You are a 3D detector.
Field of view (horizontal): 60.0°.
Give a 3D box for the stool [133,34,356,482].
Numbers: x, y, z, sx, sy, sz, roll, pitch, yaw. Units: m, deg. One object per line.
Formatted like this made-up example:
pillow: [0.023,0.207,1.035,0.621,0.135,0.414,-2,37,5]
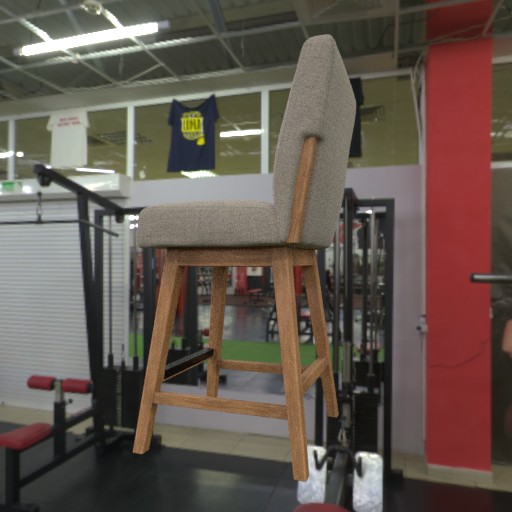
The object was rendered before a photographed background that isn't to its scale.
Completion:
stool: [0.000,0.000,1.270,0.526,1.010,0.459,0,-1,19]
